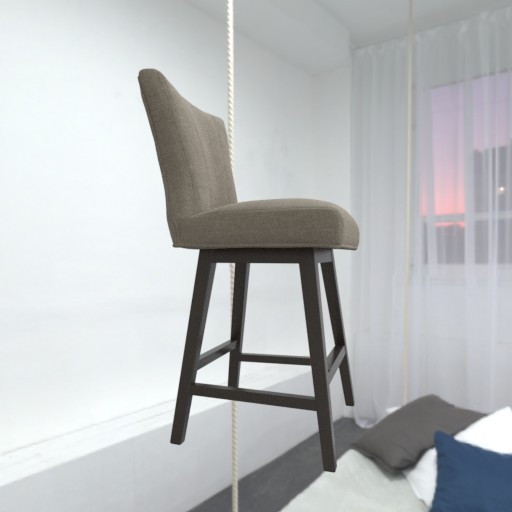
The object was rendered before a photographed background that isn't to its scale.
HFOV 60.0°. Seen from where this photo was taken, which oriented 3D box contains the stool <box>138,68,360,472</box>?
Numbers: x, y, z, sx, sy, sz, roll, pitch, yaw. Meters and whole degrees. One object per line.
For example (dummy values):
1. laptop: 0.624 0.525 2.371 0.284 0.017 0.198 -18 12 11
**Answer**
1. stool: 0.000 0.000 1.335 0.574 1.000 0.514 0 0 18
